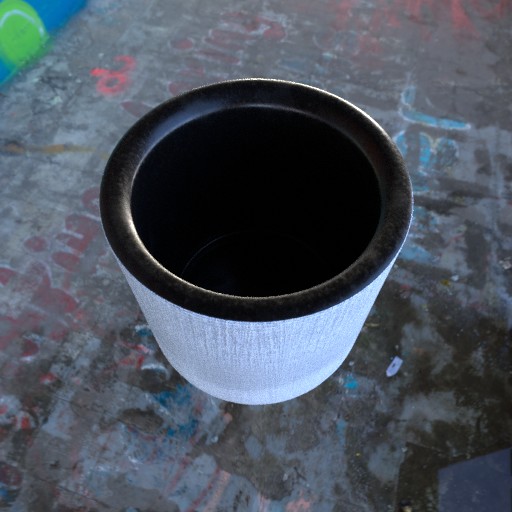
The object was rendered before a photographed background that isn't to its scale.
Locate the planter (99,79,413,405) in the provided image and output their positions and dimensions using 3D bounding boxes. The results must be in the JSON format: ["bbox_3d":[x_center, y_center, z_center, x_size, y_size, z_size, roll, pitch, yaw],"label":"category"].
[{"bbox_3d":[0.000,0.000,0.289,0.160,0.156,0.160,0,59,0],"label":"planter"}]
